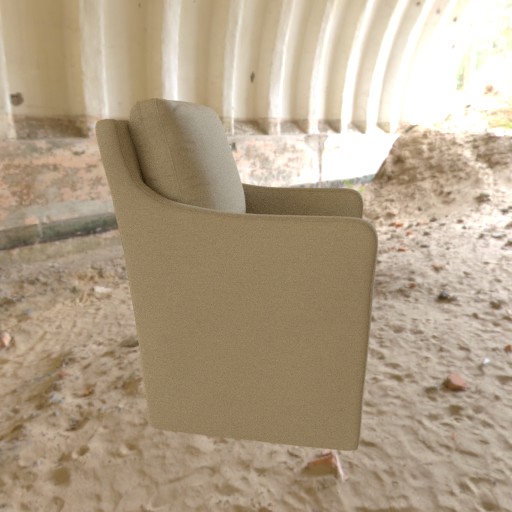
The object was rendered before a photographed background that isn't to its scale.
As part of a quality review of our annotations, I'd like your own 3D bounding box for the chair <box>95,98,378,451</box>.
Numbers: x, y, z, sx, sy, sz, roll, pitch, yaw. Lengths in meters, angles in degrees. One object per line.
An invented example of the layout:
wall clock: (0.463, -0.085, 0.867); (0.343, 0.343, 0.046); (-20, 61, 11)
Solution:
chair: (0.000, 0.000, 1.385); (0.694, 0.914, 0.626); (3, 16, 9)
